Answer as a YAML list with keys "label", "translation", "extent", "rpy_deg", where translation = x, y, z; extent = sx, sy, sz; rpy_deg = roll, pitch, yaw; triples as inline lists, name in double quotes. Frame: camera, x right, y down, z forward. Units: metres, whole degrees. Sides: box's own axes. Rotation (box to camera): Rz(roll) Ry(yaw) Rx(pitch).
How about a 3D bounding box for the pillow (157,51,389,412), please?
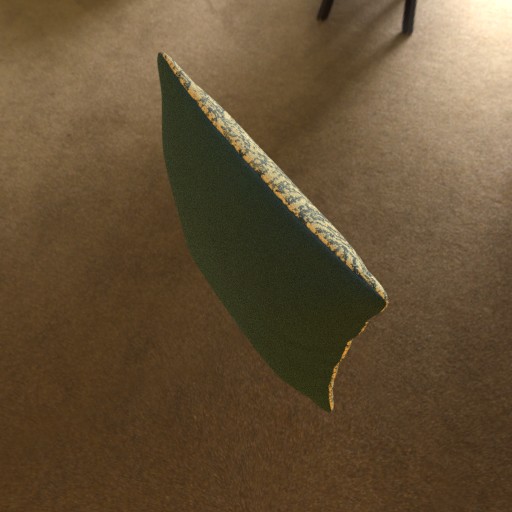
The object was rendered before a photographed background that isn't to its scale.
- label: "pillow"
  translation: [0.000, 0.000, 0.788]
  extent: [0.166, 0.510, 0.523]
  rpy_deg: [-30, 63, -17]
